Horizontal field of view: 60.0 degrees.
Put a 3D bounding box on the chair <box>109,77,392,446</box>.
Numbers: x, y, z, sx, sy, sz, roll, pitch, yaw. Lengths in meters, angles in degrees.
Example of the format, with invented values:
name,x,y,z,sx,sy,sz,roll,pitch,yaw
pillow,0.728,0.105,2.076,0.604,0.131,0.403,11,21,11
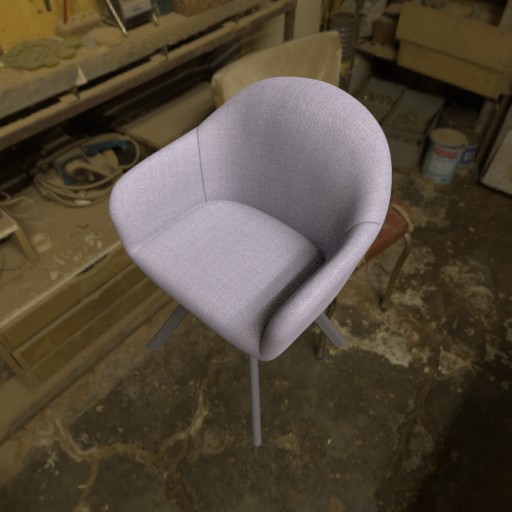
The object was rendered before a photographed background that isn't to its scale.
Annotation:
name,x,y,z,sx,sy,sz,roll,pitch,yaw
chair,0.000,0.000,1.203,0.590,0.795,0.550,33,55,27
